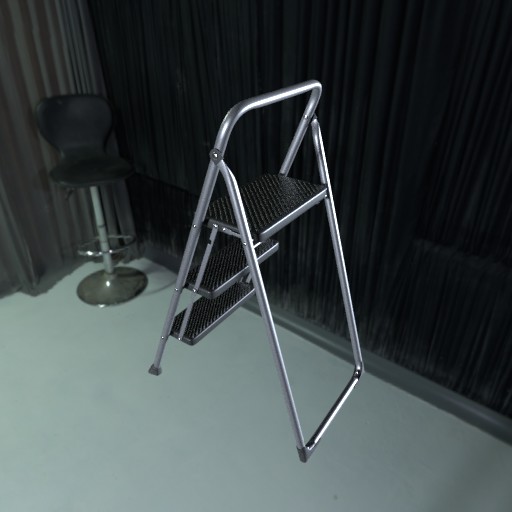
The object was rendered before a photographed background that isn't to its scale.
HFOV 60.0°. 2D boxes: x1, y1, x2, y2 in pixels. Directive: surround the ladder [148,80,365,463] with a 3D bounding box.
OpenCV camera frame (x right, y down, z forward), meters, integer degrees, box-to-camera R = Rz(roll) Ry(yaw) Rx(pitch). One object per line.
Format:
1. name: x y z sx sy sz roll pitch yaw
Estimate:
1. ladder: 0.000 0.000 1.295 0.629 0.945 0.430 20 36 29
